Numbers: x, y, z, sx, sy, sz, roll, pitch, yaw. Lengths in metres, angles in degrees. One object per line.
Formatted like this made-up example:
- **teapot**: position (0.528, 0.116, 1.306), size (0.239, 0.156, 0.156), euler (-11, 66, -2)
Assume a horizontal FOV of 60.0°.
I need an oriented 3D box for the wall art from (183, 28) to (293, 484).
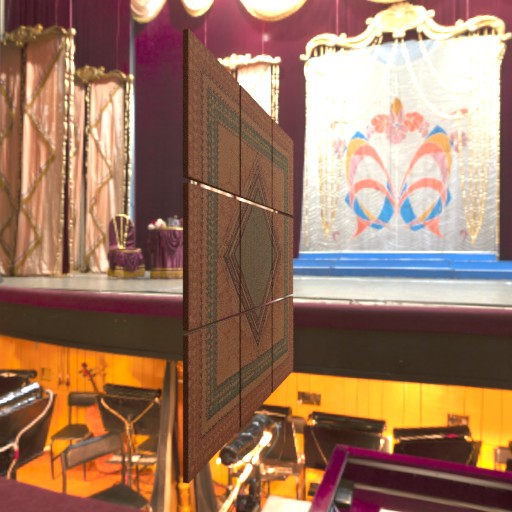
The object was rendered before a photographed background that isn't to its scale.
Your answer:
- **wall art**: position (0.000, 0.000, 1.326), size (0.013, 0.914, 0.915), euler (0, 0, 18)
